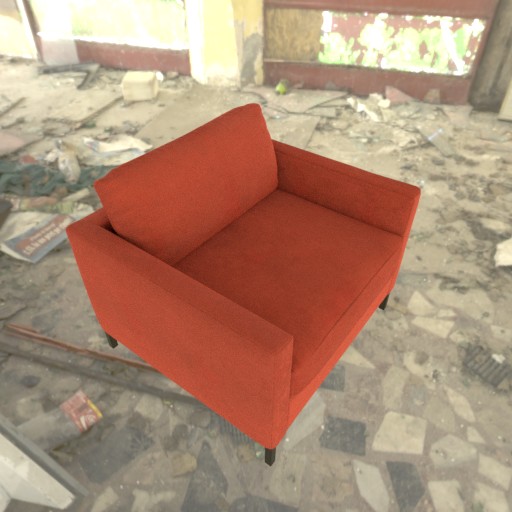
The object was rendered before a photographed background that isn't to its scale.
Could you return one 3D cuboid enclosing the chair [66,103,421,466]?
[{"bbox_3d":[0.000,0.000,1.661,0.875,0.812,0.964,26,47,27],"label":"chair"}]
